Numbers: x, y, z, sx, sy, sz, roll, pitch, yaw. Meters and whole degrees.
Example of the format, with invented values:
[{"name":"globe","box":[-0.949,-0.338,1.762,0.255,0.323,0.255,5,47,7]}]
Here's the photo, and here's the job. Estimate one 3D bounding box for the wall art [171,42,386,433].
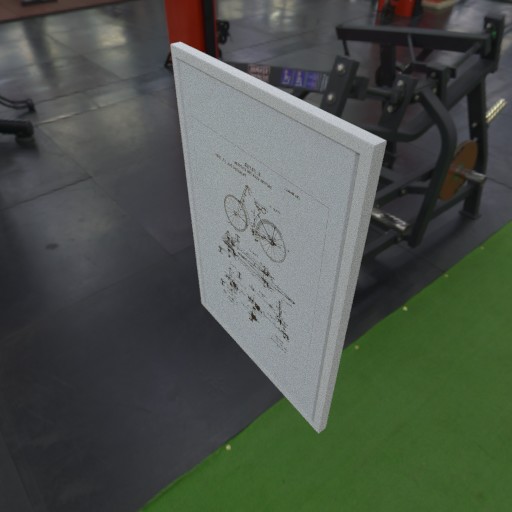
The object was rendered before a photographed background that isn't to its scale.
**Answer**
[{"name":"wall art","box":[0.000,0.000,0.613,0.015,0.477,0.332,-27,48,-27]}]
